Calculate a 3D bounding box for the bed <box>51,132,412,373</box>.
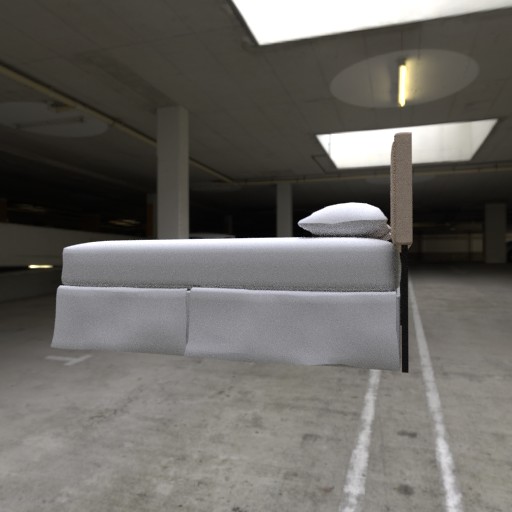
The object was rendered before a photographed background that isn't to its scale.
[{"bbox_3d":[0.000,0.000,2.885,1.876,1.016,1.616,0,-1,18],"label":"bed"}]
